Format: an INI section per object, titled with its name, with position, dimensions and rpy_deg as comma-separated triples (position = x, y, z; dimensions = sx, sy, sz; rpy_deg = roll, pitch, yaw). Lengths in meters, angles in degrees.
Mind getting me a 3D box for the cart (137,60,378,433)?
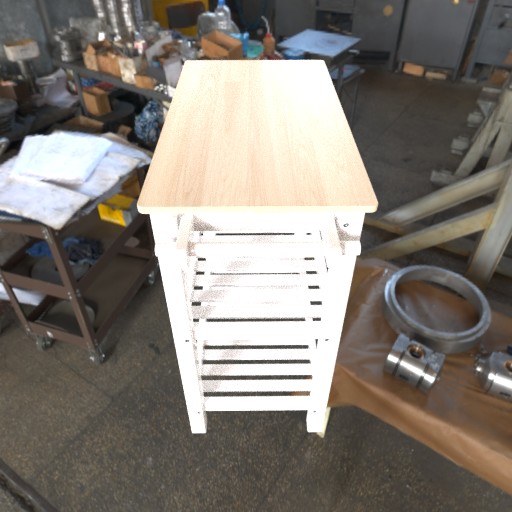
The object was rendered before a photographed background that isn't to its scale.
[cart]
position = 0.000, 0.000, 1.427
dimensions = 0.457, 0.927, 0.899
rpy_deg = 0, 41, 0
